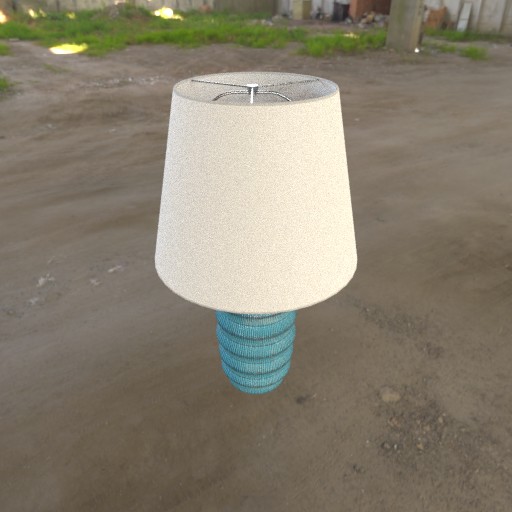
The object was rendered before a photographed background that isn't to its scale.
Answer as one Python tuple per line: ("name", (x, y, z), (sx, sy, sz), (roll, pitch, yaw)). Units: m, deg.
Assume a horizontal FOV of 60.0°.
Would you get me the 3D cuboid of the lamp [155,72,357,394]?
("lamp", (0.000, 0.000, 0.796), (0.355, 0.582, 0.355), (0, 31, 0))
